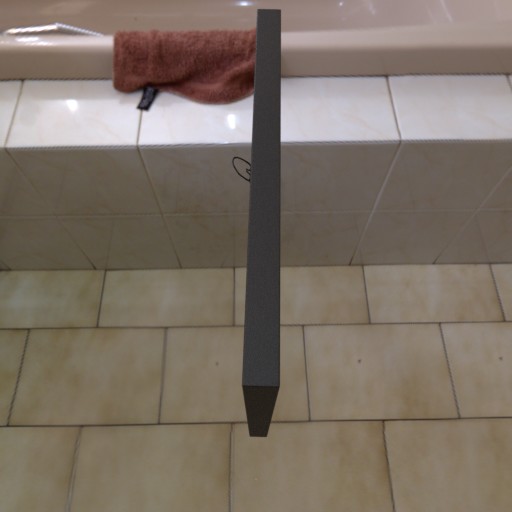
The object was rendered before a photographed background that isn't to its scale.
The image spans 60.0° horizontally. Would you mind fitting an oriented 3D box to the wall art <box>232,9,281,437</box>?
[{"bbox_3d":[0.000,0.000,0.497,0.038,0.349,0.349,1,63,1],"label":"wall art"}]
